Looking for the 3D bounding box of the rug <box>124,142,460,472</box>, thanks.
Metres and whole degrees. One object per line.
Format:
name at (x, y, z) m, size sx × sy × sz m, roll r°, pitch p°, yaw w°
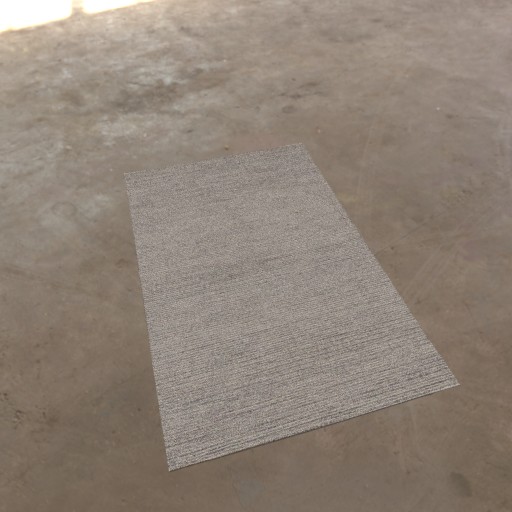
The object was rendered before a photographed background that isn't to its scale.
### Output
rug at (0.000, 0.000, 2.233) m, size 1.162 × 0.022 × 1.804 m, roll -12°, pitch 48°, yaw -11°
